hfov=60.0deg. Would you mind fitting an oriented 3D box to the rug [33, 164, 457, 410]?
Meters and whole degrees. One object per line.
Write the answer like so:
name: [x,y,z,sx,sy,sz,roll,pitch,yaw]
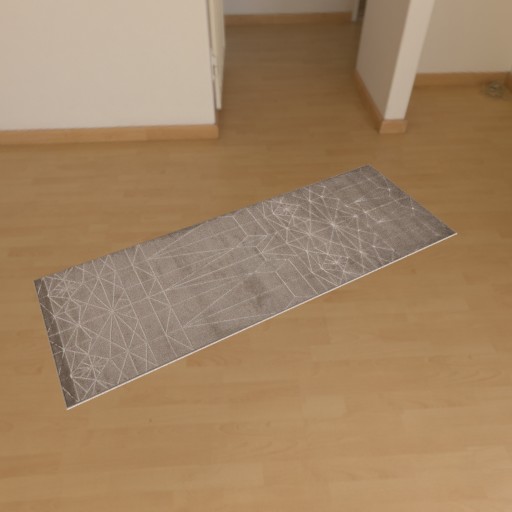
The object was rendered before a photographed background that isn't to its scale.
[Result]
rug: [0.000,0.000,2.629,2.388,0.012,0.864,-21,50,-20]
